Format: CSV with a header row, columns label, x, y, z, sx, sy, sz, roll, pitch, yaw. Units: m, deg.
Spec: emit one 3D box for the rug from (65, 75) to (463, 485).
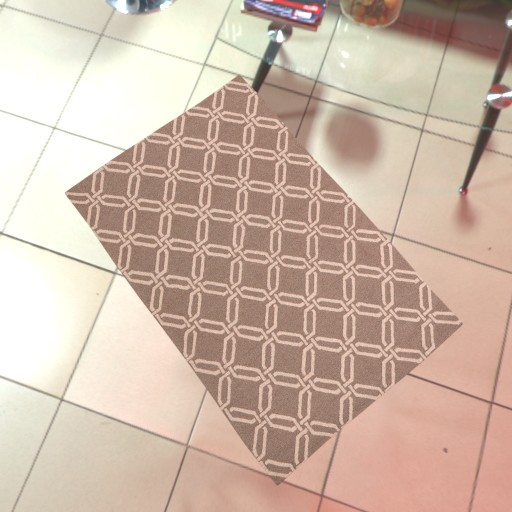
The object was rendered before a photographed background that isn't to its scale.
label,x,y,z,sx,sy,sz,roll,pitch,yaw
rug,0.000,0.000,2.180,1.142,0.010,1.748,-37,78,-9
